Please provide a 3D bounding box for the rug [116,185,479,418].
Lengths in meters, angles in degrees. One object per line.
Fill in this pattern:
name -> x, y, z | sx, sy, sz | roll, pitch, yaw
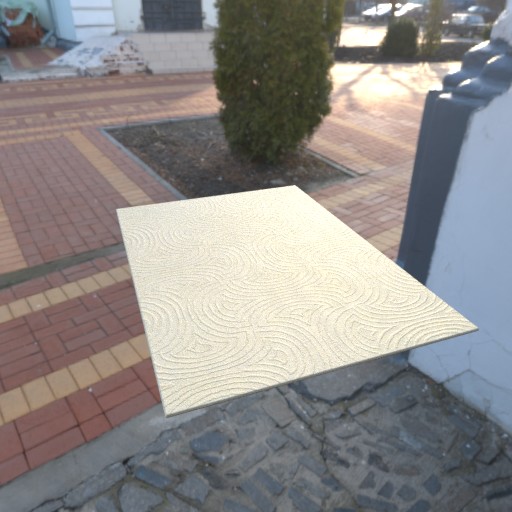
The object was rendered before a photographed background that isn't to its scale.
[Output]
rug -> 0.000, 0.000, 2.797 | 1.526, 0.015, 2.132 | -10, 31, -18
